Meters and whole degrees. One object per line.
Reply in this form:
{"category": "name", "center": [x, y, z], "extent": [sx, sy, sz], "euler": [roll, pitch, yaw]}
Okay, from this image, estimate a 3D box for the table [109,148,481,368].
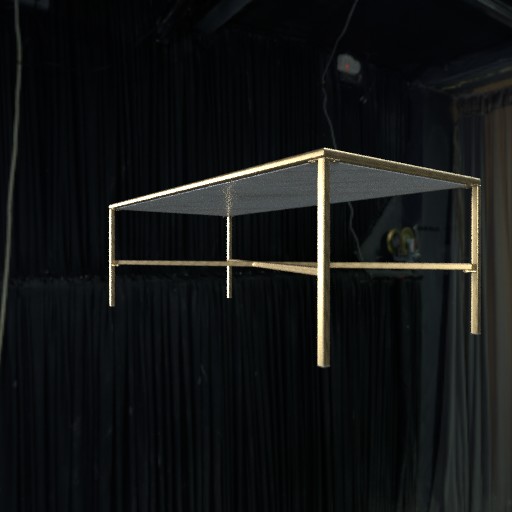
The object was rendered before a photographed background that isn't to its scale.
{"category": "table", "center": [0.000, 0.000, 1.466], "extent": [0.577, 0.405, 1.197], "euler": [0, 0, -37]}
